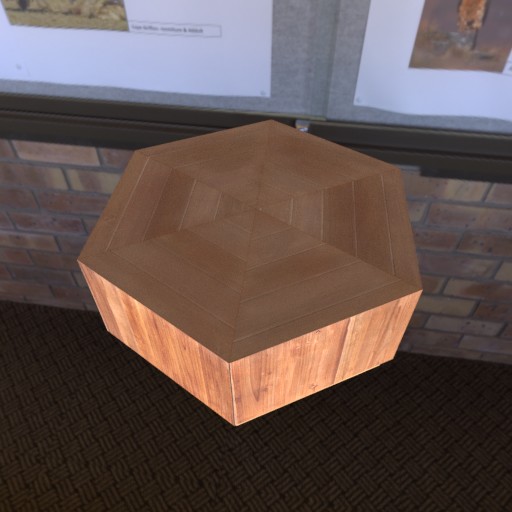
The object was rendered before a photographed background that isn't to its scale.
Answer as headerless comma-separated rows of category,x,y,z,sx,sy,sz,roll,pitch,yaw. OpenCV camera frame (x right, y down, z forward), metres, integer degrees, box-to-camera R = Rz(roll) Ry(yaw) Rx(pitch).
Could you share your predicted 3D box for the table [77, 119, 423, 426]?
table,0.000,0.000,1.633,1.154,0.456,1.000,-18,49,-16
